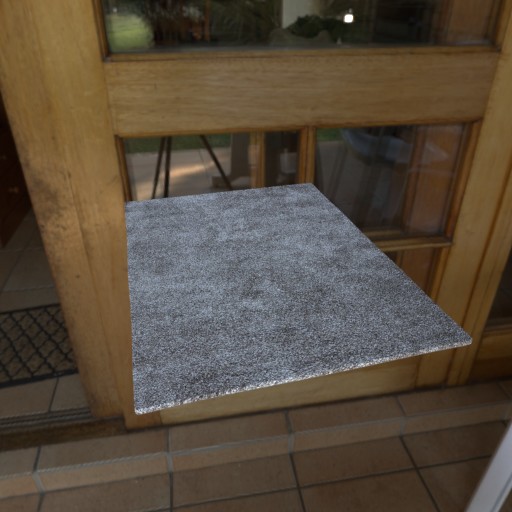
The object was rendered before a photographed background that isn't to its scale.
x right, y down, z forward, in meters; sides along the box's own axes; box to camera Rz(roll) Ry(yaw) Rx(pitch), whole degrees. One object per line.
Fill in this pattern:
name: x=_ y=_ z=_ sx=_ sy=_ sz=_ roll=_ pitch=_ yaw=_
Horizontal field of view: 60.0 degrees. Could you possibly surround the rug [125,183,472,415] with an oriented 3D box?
rug: x=0.000 y=0.000 z=2.138 sx=1.198 sy=0.025 sz=1.601 roll=-8 pitch=32 yaw=-13
